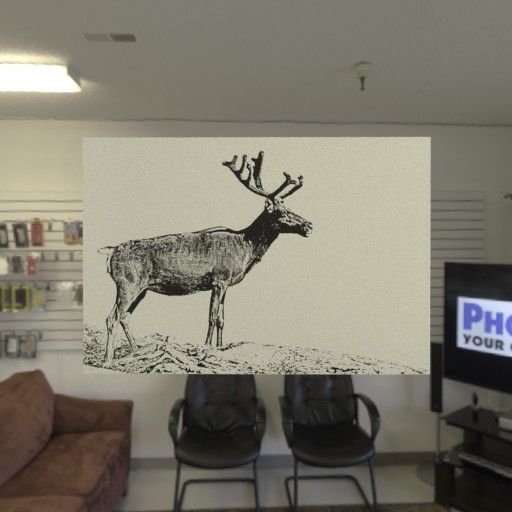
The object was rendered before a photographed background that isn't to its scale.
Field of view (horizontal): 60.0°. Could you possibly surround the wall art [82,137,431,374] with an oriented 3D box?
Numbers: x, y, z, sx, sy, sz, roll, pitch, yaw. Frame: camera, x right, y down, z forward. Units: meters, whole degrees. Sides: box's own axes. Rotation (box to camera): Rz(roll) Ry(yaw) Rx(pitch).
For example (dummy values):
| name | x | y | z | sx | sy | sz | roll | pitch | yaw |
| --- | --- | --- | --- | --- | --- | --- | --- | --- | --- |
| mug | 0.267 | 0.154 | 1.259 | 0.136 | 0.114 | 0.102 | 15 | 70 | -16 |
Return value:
| name | x | y | z | sx | sy | sz | roll | pitch | yaw |
| --- | --- | --- | --- | --- | --- | --- | --- | --- | --- |
| wall art | 0.000 | 0.000 | 1.171 | 0.906 | 0.617 | 0.033 | 0 | 1 | 1 |
